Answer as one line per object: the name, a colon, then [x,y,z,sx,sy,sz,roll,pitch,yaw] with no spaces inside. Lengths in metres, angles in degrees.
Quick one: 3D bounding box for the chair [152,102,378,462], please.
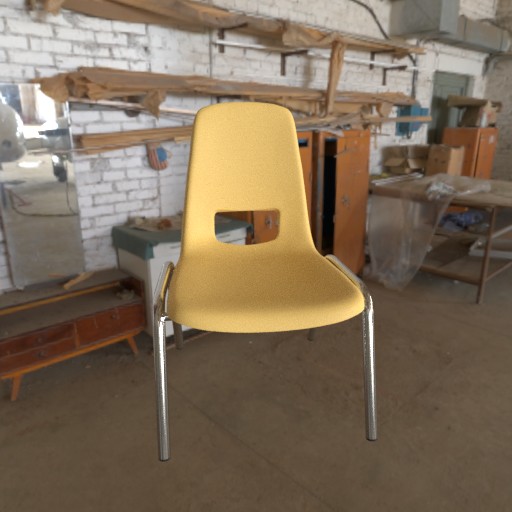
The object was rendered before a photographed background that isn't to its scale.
chair: [0.000,0.000,0.802,0.354,0.536,0.385,-2,18,-7]
